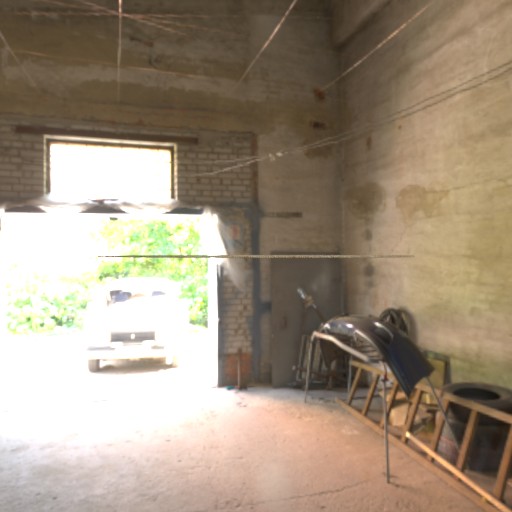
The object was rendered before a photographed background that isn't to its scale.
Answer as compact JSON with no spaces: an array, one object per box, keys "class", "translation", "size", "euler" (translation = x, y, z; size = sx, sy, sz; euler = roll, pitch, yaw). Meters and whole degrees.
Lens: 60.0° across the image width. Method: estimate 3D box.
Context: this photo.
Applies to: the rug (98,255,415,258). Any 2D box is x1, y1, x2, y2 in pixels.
[{"class":"rug","translation":[0.000,0.000,3.632],"size":[2.444,0.015,2.444],"euler":[0,0,0]}]
